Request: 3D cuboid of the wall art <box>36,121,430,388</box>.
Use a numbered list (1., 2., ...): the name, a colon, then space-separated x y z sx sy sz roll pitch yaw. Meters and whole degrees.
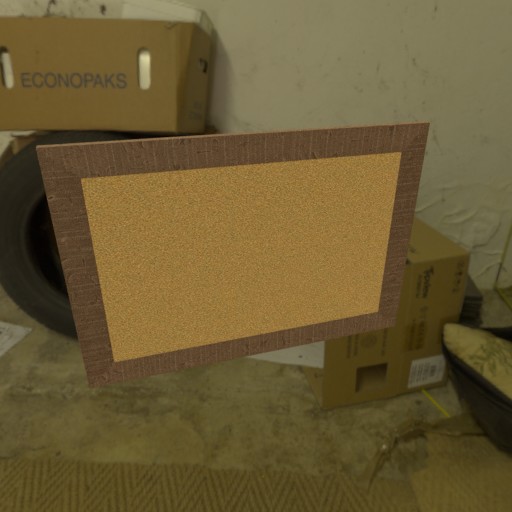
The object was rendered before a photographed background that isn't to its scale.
1. wall art: 0.000 0.000 1.147 0.917 0.626 0.019 -8 28 -16
